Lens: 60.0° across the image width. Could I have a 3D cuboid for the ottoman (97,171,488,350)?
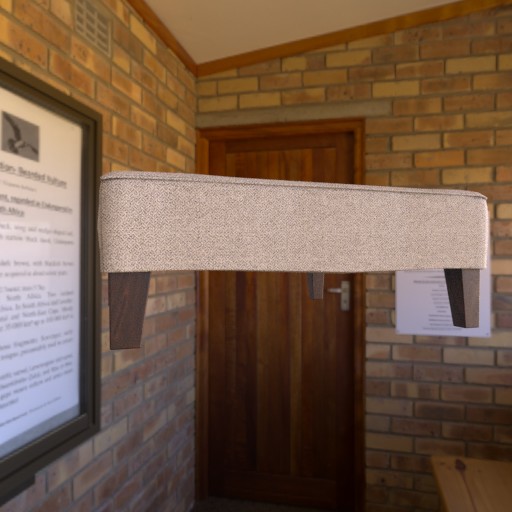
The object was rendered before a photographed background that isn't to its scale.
[{"bbox_3d":[0.000,0.000,1.460,0.973,0.381,0.982,0,-1,-19],"label":"ottoman"}]
